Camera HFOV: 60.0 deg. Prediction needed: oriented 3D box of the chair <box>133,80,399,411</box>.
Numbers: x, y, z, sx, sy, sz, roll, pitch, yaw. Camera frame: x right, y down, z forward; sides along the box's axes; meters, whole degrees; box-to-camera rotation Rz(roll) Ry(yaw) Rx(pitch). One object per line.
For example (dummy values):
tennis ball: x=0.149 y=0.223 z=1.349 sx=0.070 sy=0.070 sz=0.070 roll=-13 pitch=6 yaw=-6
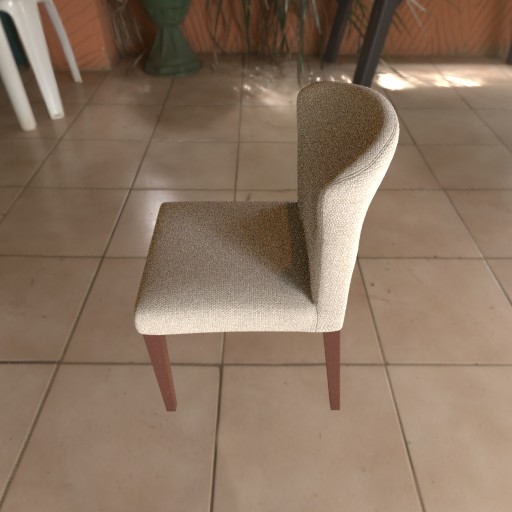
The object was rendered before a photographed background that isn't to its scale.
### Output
chair: x=0.000 y=0.000 z=1.204 sx=0.589 sy=0.839 sz=0.491 roll=-1 pitch=41 yaw=-1
